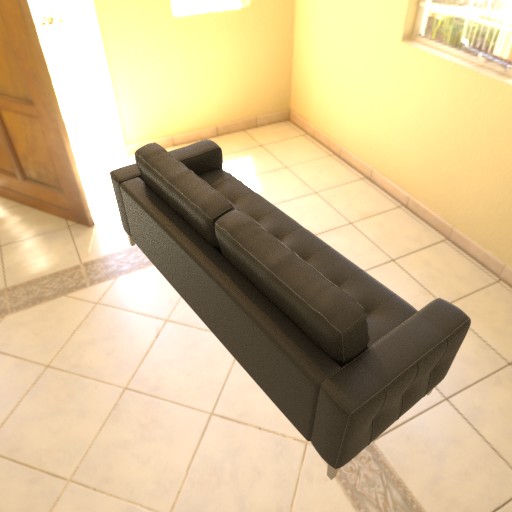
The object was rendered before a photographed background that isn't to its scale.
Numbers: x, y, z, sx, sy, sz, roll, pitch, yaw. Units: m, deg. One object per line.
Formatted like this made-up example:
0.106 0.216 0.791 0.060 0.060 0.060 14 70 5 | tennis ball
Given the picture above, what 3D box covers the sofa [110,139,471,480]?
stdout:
0.000 0.000 2.639 0.833 0.893 2.275 -27 48 -27 | sofa
